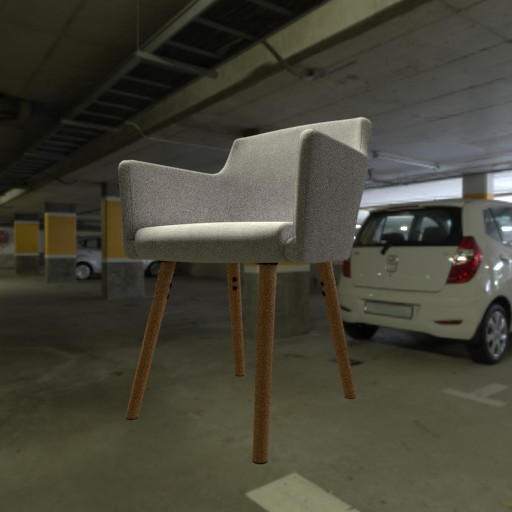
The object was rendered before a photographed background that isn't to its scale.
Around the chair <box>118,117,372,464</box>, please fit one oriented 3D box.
[{"bbox_3d":[0.000,0.000,1.165,0.570,0.780,0.540,1,1,35],"label":"chair"}]
